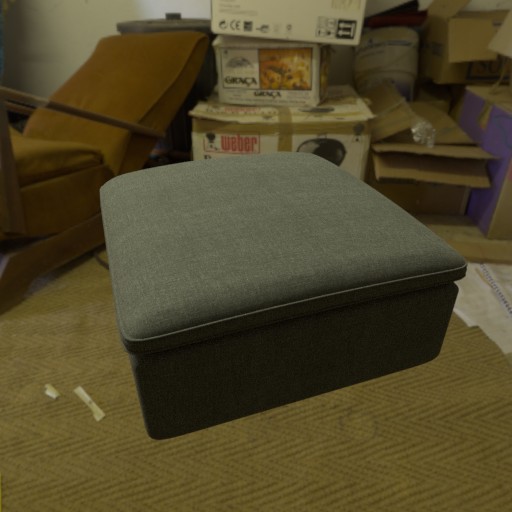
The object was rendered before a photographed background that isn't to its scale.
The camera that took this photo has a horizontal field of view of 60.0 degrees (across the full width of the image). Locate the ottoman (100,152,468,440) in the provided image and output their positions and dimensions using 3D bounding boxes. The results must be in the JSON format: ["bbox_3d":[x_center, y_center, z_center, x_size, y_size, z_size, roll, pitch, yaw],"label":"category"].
[{"bbox_3d":[0.000,0.000,1.714,1.067,0.559,1.067,-11,33,-17],"label":"ottoman"}]
